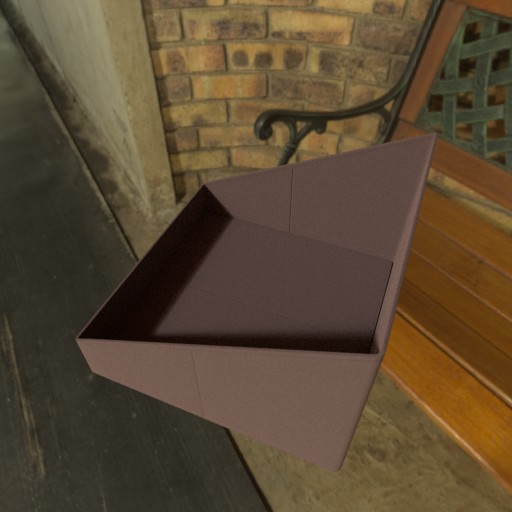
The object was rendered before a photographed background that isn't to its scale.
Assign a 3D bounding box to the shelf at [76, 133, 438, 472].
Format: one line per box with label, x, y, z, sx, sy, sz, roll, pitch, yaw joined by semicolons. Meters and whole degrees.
shelf;0.000;0.000;0.481;0.292;0.210;0.292;16;48;15
